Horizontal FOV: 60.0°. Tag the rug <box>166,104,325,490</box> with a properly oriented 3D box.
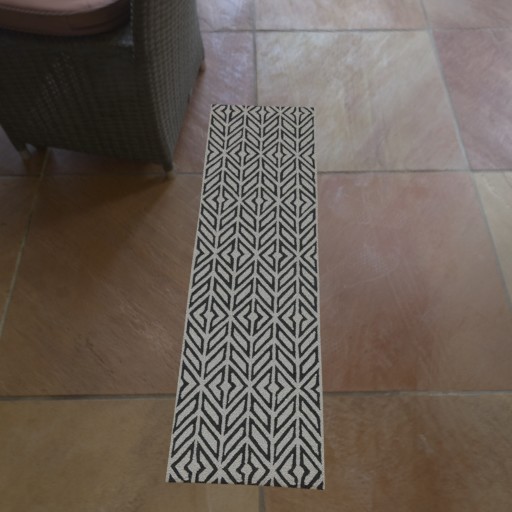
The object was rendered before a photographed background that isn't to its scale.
[{"bbox_3d":[0.000,0.000,2.637,0.750,0.009,2.435,2,63,1],"label":"rug"}]
